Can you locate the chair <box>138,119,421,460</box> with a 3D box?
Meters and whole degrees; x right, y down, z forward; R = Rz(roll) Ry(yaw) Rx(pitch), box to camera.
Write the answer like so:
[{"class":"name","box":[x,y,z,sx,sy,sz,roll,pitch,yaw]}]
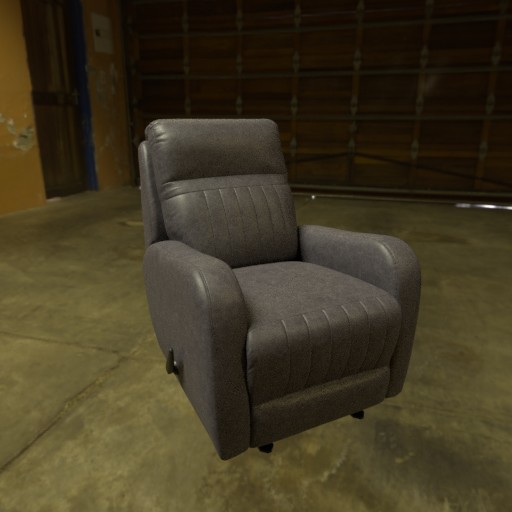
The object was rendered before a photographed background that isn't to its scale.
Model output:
[{"class":"chair","box":[0.000,0.000,1.777,0.865,1.067,1.067,-8,18,-26]}]
